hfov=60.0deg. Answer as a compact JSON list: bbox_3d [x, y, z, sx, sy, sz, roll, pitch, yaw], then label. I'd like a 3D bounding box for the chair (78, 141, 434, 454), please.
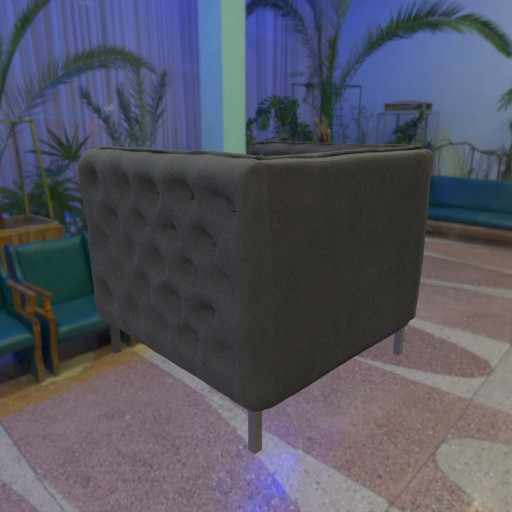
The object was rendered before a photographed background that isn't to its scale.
[{"bbox_3d":[0.000,0.000,1.654,0.946,0.807,0.913,-15,22,-42],"label":"chair"}]
